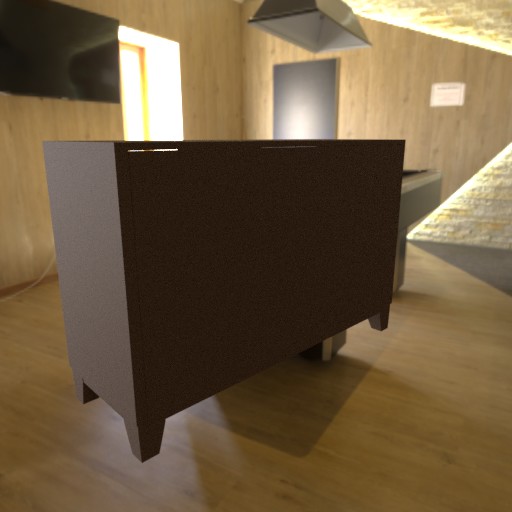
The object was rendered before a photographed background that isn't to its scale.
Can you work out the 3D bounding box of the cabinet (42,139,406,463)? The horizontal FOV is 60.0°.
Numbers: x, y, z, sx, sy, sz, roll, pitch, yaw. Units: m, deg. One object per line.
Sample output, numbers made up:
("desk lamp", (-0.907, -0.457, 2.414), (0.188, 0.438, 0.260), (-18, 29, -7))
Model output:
("cabinet", (0.000, 0.000, 1.807), (1.396, 0.914, 0.482), (-14, 20, -42))
